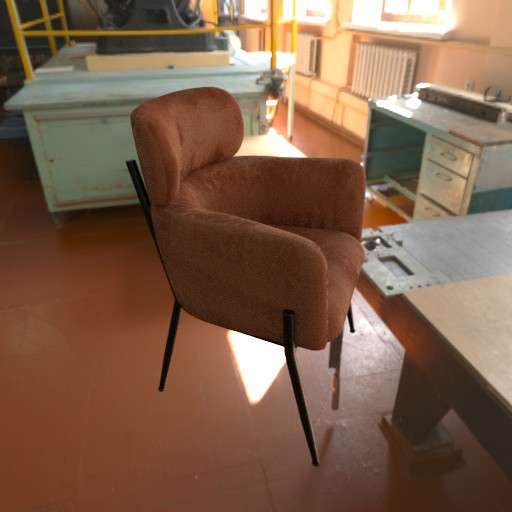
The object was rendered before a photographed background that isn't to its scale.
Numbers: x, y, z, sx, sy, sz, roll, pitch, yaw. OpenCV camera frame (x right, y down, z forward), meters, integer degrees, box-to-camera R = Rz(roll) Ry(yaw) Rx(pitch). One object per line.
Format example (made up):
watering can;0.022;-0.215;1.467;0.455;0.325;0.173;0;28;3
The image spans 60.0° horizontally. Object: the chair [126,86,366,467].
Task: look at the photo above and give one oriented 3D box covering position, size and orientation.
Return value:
chair;0.000;0.000;1.153;0.523;0.772;0.561;10;32;17
